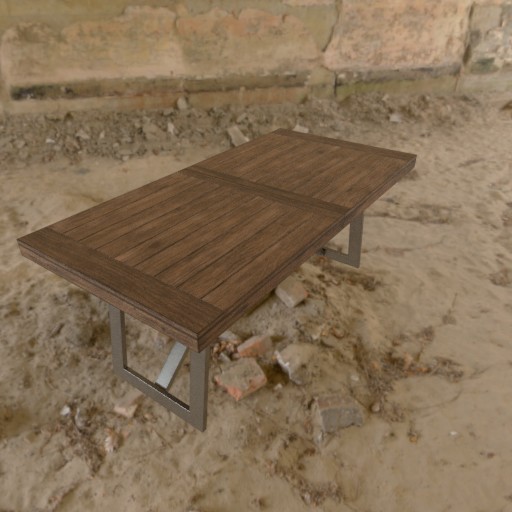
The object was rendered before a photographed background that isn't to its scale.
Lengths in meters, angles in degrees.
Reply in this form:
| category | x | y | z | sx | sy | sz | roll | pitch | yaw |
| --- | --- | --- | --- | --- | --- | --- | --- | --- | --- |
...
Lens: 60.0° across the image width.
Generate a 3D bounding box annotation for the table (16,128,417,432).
| category | x | y | z | sx | sy | sz | roll | pitch | yaw |
| --- | --- | --- | --- | --- | --- | --- | --- | --- | --- |
| table | 0.000 | 0.000 | 2.319 | 0.931 | 0.757 | 1.867 | 21 | 37 | 30 |
